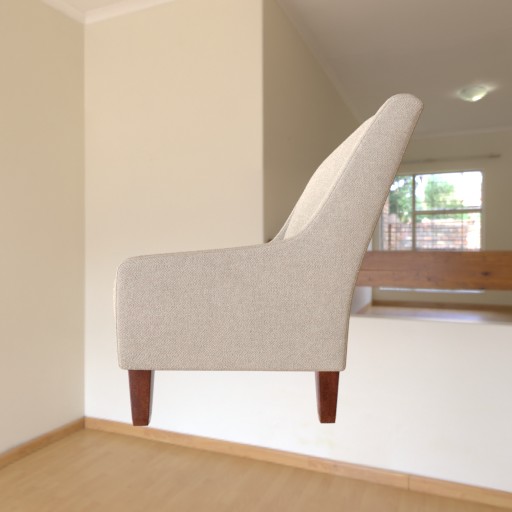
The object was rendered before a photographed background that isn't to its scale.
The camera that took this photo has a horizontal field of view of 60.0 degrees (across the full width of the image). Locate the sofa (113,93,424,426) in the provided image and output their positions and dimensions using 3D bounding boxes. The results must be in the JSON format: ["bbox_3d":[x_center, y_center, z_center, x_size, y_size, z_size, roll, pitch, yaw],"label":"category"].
[{"bbox_3d":[0.000,0.000,1.877,0.946,0.976,1.212,0,1,-2],"label":"sofa"}]
